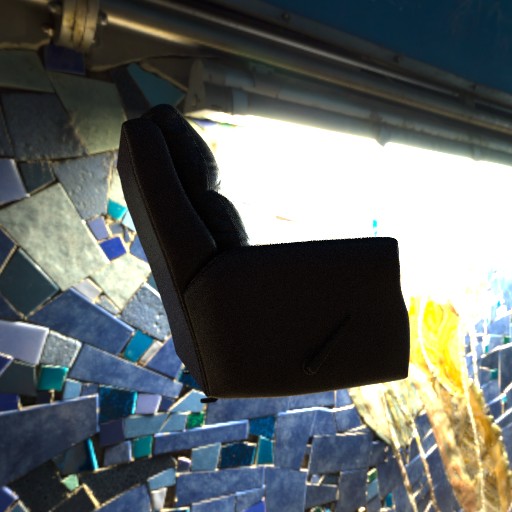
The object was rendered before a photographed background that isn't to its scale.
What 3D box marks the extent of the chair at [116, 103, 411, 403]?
[{"bbox_3d":[0.000,0.000,1.821,1.080,1.030,0.829,0,0,-19],"label":"chair"}]
